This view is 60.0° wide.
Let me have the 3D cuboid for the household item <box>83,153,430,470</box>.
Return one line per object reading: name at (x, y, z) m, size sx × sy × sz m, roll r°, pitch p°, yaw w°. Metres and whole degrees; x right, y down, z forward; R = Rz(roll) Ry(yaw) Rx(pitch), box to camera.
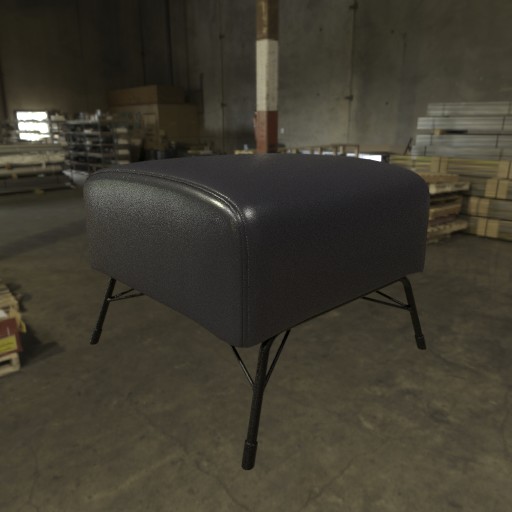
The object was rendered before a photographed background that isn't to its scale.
household item at (0.000, 0.000, 0.919) m, size 0.530 × 0.410 × 0.530 m, roll -15°, pitch 22°, yaw -41°
